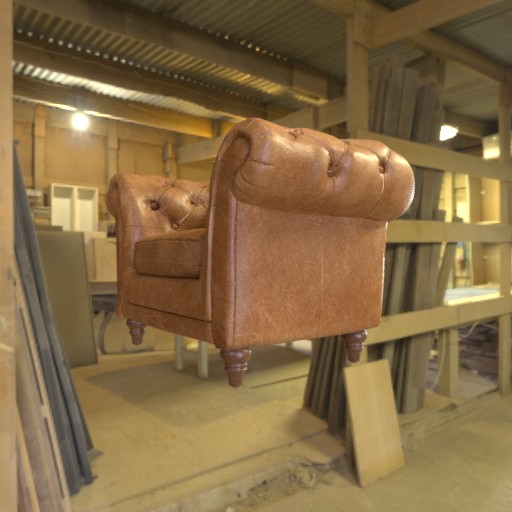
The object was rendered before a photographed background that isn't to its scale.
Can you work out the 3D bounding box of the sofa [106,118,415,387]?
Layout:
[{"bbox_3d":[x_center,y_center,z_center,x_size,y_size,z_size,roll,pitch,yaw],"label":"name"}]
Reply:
[{"bbox_3d":[0.000,0.000,2.085,1.033,0.878,1.405,0,0,-36],"label":"sofa"}]
